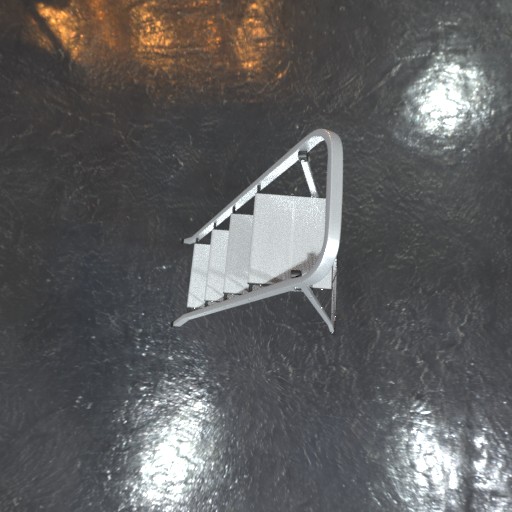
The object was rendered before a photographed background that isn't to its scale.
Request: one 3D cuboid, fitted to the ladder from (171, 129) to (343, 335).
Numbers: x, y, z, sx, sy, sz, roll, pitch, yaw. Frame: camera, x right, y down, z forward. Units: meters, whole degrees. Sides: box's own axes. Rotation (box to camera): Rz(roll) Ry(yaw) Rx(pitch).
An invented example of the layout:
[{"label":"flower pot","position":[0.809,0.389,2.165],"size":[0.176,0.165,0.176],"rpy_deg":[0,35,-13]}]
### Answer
[{"label":"ladder","position":[0.000,0.000,1.670],"size":[0.830,1.290,0.465],"rpy_deg":[4,75,1]}]
